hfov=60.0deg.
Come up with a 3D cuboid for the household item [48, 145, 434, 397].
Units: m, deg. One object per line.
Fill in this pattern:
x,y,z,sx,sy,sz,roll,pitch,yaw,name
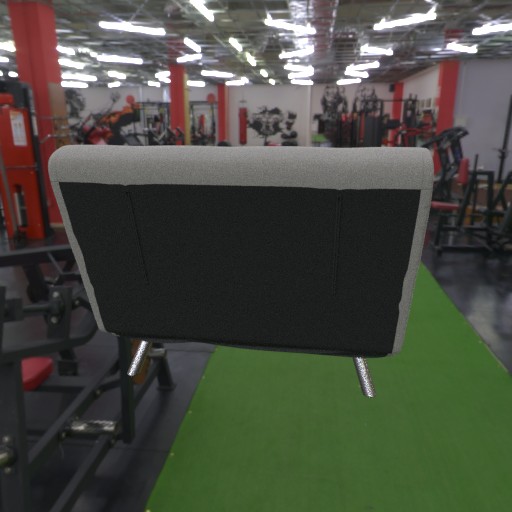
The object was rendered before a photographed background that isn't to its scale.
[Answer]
0.000,0.000,1.597,1.000,0.800,0.874,3,17,9,household item
